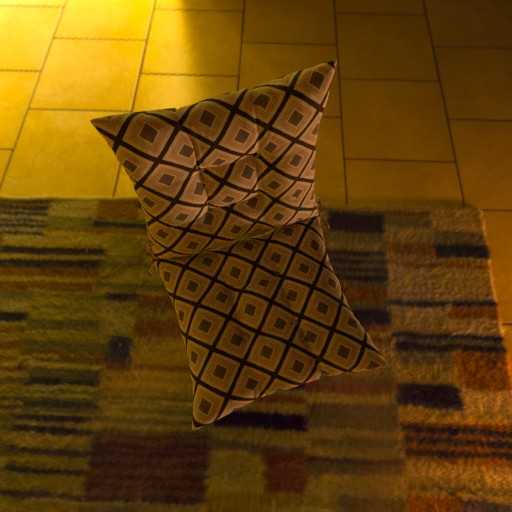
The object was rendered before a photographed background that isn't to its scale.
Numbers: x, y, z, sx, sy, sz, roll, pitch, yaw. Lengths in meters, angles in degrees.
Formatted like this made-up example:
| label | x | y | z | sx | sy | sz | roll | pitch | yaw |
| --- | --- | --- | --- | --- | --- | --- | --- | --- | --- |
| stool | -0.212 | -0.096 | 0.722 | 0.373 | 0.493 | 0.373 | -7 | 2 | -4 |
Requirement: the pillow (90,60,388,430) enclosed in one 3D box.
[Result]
| label | x | y | z | sx | sy | sz | roll | pitch | yaw |
| --- | --- | --- | --- | --- | --- | --- | --- | --- | --- |
| pillow | 0.000 | 0.000 | 1.001 | 0.541 | 0.536 | 0.585 | -16 | 65 | -8 |
